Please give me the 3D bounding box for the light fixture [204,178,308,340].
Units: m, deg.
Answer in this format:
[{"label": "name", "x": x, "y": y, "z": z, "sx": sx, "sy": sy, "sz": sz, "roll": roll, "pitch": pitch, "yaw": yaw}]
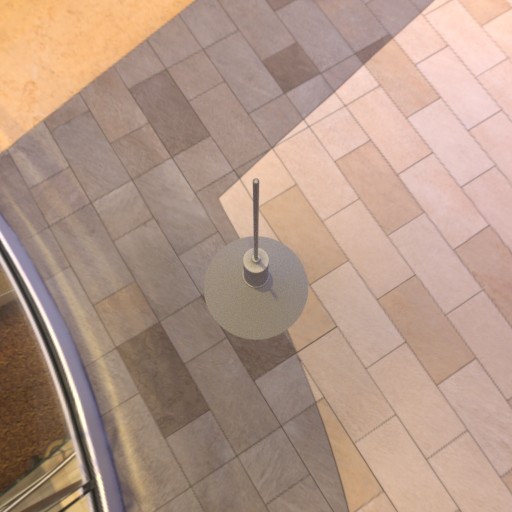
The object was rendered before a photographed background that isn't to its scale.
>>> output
[{"label": "light fixture", "x": 0.000, "y": 0.000, "z": 0.810, "sx": 0.267, "sy": 0.683, "sz": 0.267, "roll": 11, "pitch": 77, "yaw": 3}]
